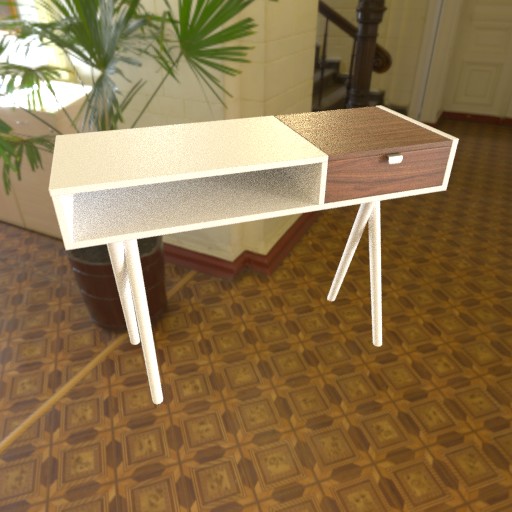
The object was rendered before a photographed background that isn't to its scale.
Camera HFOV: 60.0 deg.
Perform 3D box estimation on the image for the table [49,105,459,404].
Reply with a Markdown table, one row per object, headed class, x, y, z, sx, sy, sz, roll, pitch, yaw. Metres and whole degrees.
| class | x | y | z | sx | sy | sz | roll | pitch | yaw |
| --- | --- | --- | --- | --- | --- | --- | --- | --- | --- |
| table | 0.000 | 0.000 | 1.454 | 1.066 | 0.785 | 0.418 | -10 | 34 | -16 |
